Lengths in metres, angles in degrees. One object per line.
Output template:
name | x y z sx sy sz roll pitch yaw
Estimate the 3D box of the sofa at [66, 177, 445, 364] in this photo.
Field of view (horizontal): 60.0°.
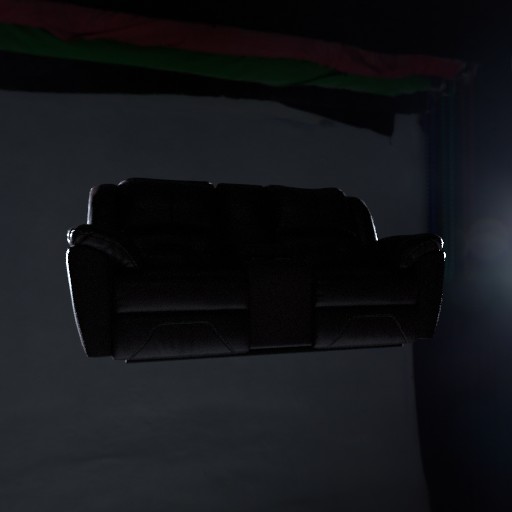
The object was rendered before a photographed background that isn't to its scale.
sofa | 0.000 0.000 2.705 2.058 1.043 0.991 0 -2 -17
